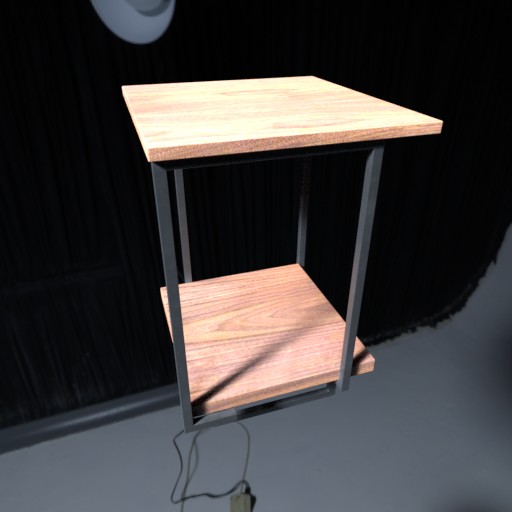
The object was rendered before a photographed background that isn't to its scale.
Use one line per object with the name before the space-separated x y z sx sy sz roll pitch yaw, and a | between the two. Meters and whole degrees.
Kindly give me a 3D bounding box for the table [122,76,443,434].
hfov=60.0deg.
table | 0.000 0.000 0.841 0.384 0.567 0.411 -9 31 -16
